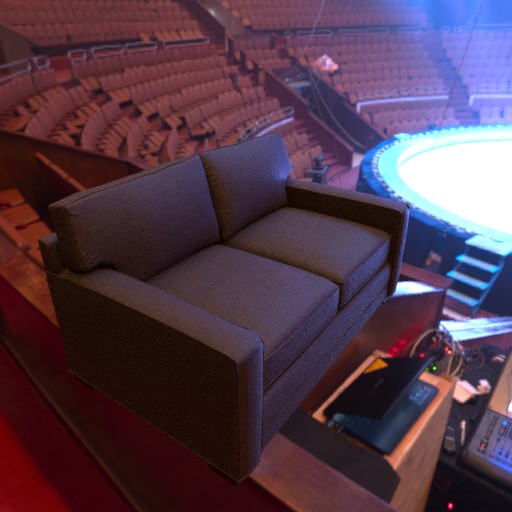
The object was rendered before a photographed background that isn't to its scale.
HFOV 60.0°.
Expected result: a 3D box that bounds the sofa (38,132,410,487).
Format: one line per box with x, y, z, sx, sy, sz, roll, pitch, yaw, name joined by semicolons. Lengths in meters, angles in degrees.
0.000;0.000;2.101;0.974;0.887;1.534;18;32;31;sofa
